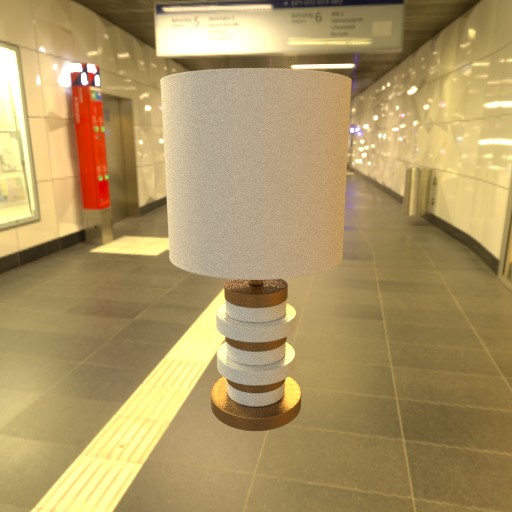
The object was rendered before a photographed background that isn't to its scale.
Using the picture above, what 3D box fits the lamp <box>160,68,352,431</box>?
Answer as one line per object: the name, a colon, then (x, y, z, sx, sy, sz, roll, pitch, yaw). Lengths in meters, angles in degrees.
lamp: (0.000, 0.000, 0.547, 0.210, 0.410, 0.210, -2, 15, -7)
